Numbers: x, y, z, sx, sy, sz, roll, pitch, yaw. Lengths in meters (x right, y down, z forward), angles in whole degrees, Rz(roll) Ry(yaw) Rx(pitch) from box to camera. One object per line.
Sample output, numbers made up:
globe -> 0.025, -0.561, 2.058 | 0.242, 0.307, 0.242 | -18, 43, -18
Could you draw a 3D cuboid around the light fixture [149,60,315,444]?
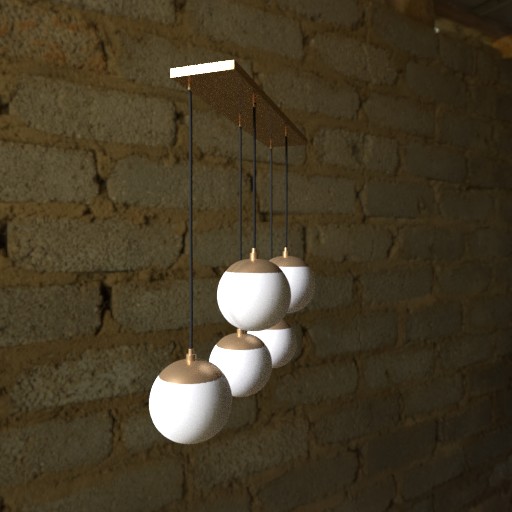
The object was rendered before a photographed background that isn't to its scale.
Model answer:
light fixture -> 0.000, 0.000, 1.353 | 0.299, 0.869, 0.863 | 0, 1, 19
